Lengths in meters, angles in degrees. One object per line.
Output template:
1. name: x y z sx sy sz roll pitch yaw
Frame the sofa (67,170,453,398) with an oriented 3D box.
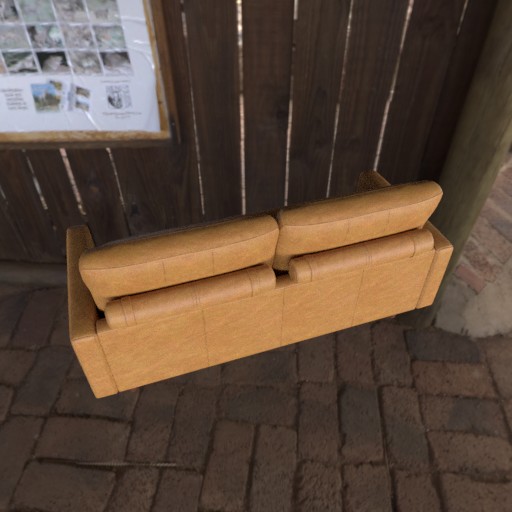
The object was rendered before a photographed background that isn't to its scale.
1. sofa: 0.000 0.000 2.299 1.821 0.898 0.850 -13 43 -14
